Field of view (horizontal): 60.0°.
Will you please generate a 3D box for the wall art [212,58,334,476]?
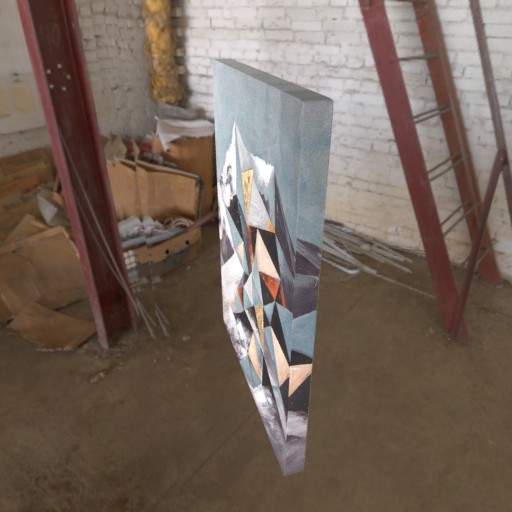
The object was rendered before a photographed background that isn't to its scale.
[{"bbox_3d":[0.000,0.000,0.798,0.037,0.613,0.455,-8,30,-15],"label":"wall art"}]
